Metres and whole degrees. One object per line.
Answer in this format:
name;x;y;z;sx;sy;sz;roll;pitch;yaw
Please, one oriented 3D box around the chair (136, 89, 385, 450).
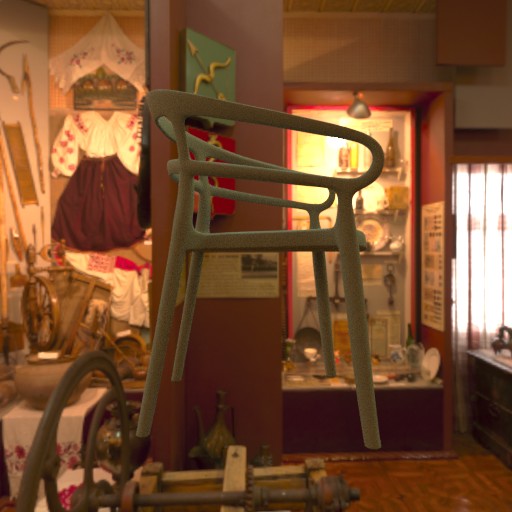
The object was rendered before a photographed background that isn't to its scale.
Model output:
chair;0.000;0.000;1.127;0.527;0.761;0.559;0;1;0
